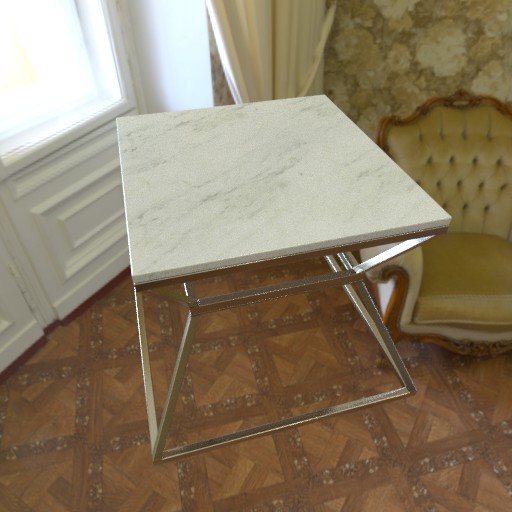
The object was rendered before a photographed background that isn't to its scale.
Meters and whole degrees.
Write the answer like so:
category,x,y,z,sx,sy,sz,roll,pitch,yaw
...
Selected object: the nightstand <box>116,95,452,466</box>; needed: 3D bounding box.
category,x,y,z,sx,sy,sz,roll,pitch,yaw
nightstand,0.000,0.000,0.874,0.514,0.426,0.513,-10,42,-12
